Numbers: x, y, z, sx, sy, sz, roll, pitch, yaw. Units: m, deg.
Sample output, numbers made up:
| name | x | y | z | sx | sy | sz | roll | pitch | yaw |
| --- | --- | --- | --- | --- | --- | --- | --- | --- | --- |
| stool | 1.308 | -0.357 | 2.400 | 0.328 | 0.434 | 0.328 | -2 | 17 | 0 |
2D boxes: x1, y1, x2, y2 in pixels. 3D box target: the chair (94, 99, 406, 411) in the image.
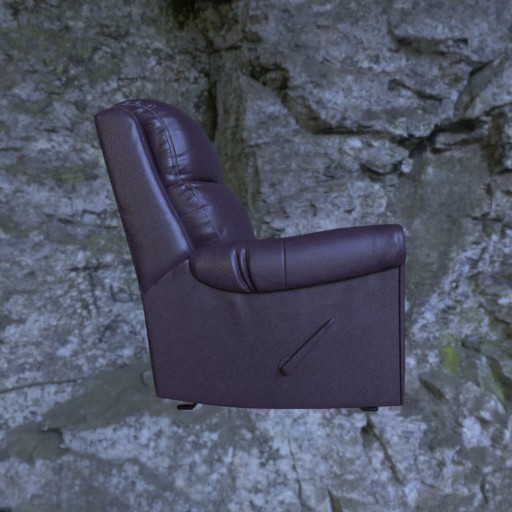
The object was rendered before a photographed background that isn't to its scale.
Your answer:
| name | x | y | z | sx | sy | sz | roll | pitch | yaw |
| --- | --- | --- | --- | --- | --- | --- | --- | --- | --- |
| chair | 0.000 | 0.000 | 1.729 | 1.014 | 1.054 | 0.838 | 0 | -1 | 1 |
